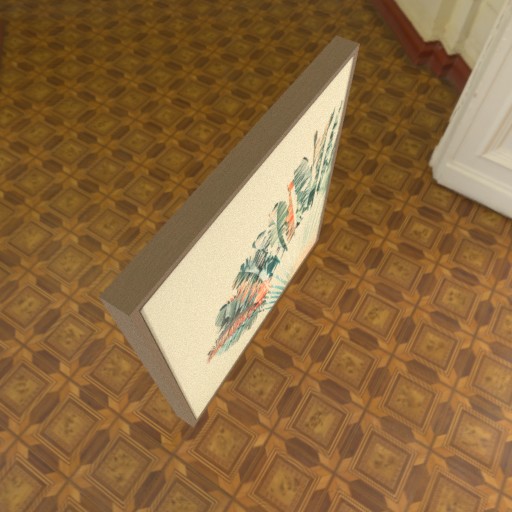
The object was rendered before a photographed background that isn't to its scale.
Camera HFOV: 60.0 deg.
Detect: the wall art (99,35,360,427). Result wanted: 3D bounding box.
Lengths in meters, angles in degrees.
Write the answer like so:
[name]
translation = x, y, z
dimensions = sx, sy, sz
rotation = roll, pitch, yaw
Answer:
[wall art]
translation = 0.000, 0.000, 0.749
dimensions = 0.038, 0.506, 0.508
rotation = 28, 62, 16
